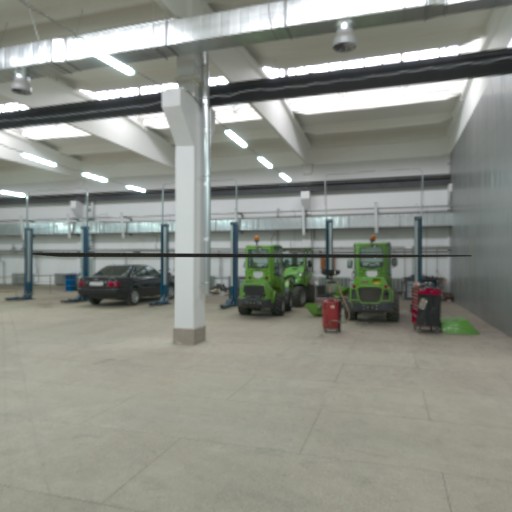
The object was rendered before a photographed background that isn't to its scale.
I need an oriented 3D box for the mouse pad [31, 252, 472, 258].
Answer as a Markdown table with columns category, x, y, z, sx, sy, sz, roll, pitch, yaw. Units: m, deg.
| category | x | y | z | sx | sy | sz | roll | pitch | yaw |
| --- | --- | --- | --- | --- | --- | --- | --- | --- | --- |
| mouse pad | 0.000 | 0.000 | 1.052 | 0.907 | 0.003 | 0.424 | 0 | -1 | -18 |
